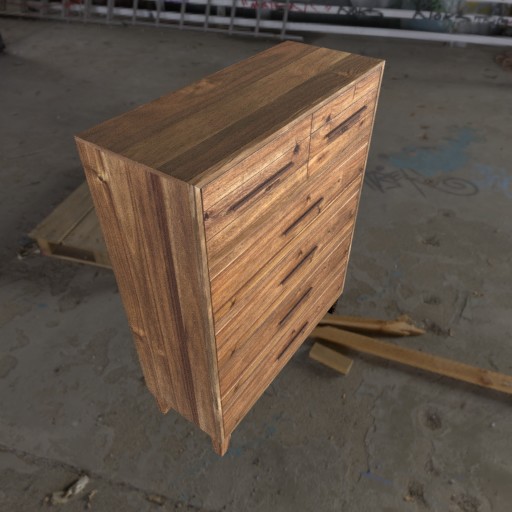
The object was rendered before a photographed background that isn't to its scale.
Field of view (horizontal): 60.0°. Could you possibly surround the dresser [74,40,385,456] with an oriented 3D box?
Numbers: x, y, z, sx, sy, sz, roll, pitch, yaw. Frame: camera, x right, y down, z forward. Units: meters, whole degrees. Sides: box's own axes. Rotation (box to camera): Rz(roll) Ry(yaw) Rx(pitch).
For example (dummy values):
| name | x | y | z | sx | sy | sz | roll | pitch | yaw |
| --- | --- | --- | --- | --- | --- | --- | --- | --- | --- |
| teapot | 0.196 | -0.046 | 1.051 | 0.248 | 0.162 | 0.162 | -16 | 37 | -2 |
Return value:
| name | x | y | z | sx | sy | sz | roll | pitch | yaw |
| --- | --- | --- | --- | --- | --- | --- | --- | --- | --- |
| dresser | 0.000 | 0.000 | 1.872 | 0.442 | 1.393 | 1.062 | 25 | 47 | 26 |
